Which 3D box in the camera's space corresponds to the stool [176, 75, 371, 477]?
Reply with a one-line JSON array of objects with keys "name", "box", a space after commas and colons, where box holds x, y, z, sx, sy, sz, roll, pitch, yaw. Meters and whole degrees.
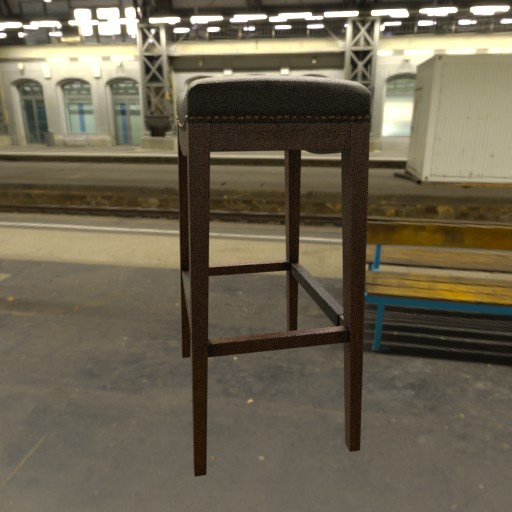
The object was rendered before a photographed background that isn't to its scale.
[{"name": "stool", "box": [0.000, 0.000, 1.053, 0.361, 0.765, 0.500, -4, 18, -11]}]
